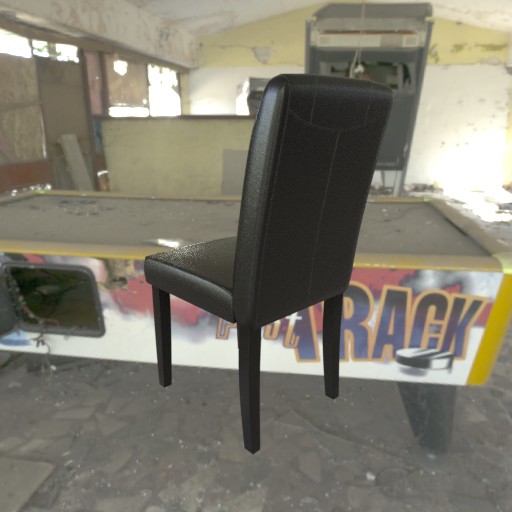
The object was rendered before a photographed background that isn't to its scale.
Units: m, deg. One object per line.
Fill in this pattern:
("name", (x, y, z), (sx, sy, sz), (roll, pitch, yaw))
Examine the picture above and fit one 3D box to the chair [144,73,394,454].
("chair", (0.000, 0.000, 1.236), (0.399, 0.897, 0.556), (-15, 22, -41))
